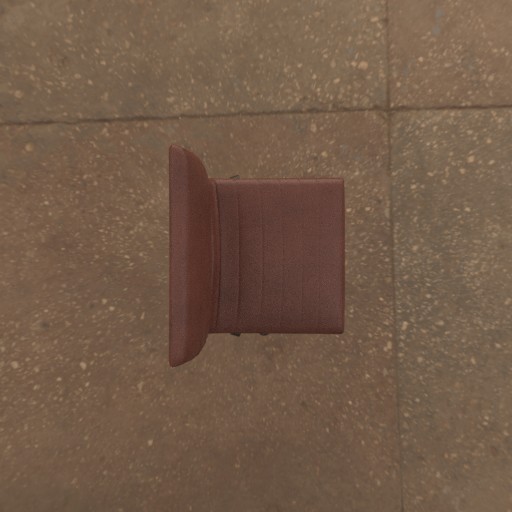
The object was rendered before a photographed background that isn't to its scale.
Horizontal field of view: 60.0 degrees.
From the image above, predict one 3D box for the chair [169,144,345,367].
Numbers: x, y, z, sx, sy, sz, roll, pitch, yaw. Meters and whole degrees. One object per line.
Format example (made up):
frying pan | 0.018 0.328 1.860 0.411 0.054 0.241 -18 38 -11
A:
chair | 0.000 0.000 1.153 0.530 0.780 0.556 0 90 -1
